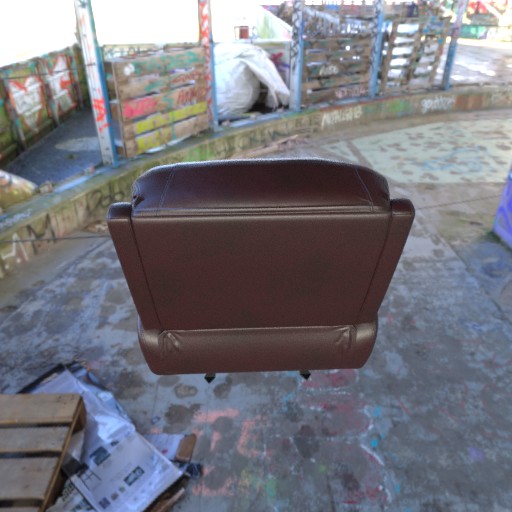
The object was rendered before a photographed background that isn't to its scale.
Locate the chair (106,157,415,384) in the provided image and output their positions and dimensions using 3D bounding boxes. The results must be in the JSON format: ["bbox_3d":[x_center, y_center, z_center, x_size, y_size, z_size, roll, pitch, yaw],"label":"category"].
[{"bbox_3d":[0.000,0.000,1.800,0.930,1.011,0.899,-1,31,-2],"label":"chair"}]
